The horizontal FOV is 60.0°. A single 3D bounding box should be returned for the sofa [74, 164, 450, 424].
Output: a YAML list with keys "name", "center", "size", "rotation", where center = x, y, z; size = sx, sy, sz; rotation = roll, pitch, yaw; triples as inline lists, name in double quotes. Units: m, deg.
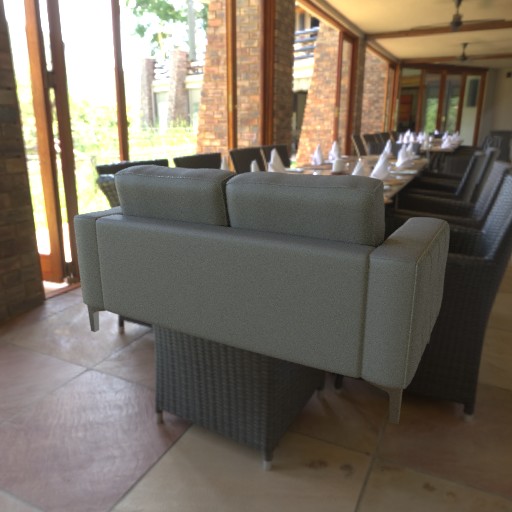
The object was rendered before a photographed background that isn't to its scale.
- name: "sofa"
  center: [0.000, 0.000, 2.248]
  size: [1.726, 0.893, 0.833]
  rotation: [9, 18, 28]
